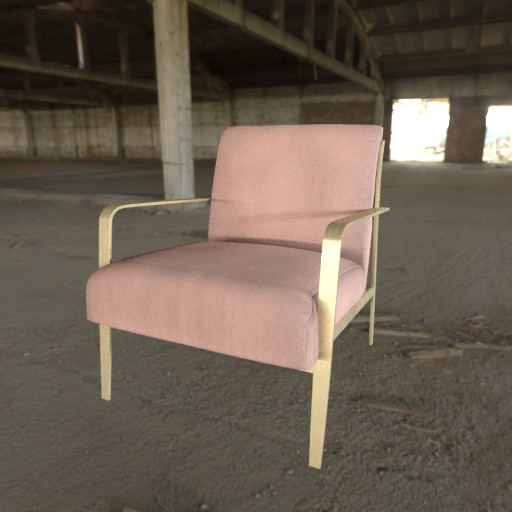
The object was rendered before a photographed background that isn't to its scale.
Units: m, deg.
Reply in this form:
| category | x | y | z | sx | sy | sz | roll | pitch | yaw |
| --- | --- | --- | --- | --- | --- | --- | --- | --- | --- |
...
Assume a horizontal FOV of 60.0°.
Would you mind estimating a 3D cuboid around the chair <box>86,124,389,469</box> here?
| category | x | y | z | sx | sy | sz | roll | pitch | yaw |
| --- | --- | --- | --- | --- | --- | --- | --- | --- | --- |
| chair | 0.000 | 0.000 | 1.417 | 0.701 | 0.823 | 0.848 | 7 | 16 | 25 |
